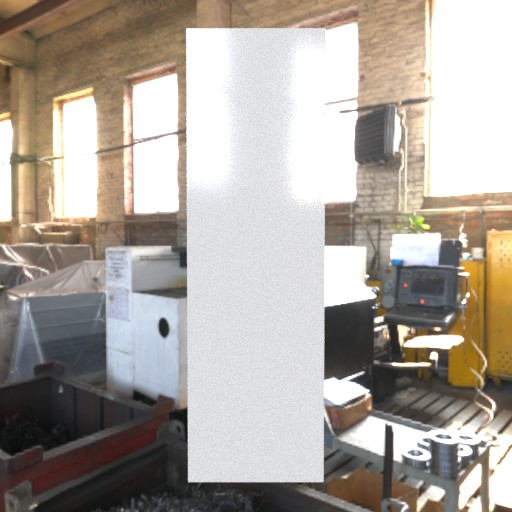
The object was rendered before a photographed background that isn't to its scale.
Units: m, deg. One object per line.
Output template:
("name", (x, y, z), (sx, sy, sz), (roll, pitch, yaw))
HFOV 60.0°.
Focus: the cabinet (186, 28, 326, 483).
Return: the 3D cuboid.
("cabinet", (0.000, 0.000, 2.356), (0.580, 1.920, 0.980), (0, 2, 0))
